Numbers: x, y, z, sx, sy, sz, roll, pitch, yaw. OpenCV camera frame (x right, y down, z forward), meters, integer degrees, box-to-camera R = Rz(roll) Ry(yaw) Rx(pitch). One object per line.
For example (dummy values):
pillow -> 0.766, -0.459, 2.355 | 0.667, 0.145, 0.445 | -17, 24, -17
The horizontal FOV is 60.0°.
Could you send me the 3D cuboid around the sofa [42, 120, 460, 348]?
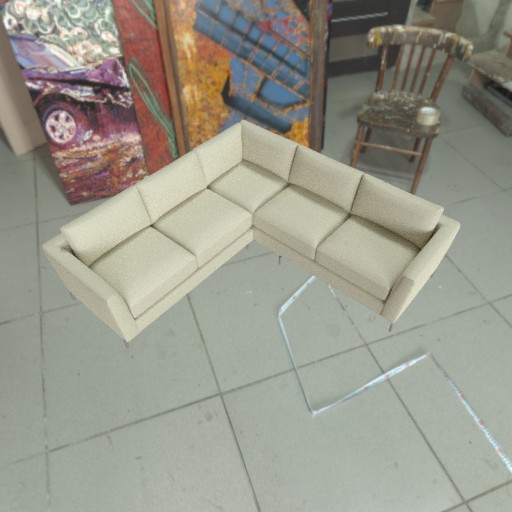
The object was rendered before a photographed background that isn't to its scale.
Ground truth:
sofa -> 0.000, 0.000, 3.771 | 2.448, 0.867, 2.430 | 32, 54, 27
